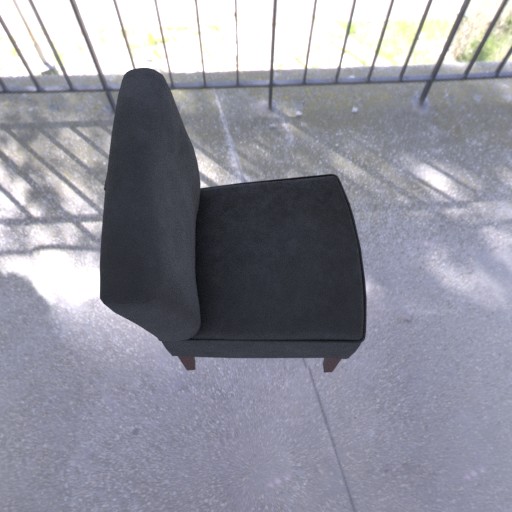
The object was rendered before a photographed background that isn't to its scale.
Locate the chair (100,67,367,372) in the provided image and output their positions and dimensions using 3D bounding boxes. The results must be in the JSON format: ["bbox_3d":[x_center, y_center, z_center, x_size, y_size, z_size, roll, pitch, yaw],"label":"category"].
[{"bbox_3d":[0.000,0.000,1.171,0.554,0.806,0.521,-3,64,-1],"label":"chair"}]
